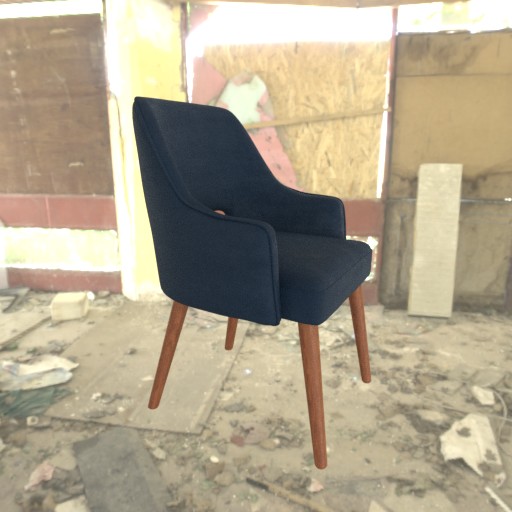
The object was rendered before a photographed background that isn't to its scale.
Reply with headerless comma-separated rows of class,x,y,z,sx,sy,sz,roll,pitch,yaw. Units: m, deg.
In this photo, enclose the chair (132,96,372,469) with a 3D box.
chair,0.000,0.000,1.235,0.591,0.844,0.559,7,16,27
